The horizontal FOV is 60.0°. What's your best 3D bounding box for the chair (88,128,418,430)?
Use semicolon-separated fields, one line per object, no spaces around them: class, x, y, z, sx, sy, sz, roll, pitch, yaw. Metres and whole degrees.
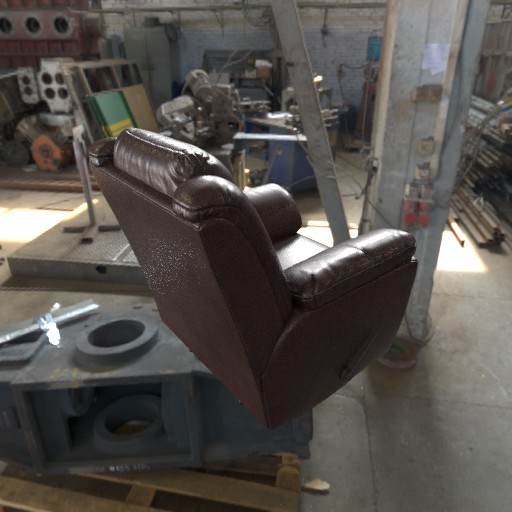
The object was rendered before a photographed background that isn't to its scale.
chair;0.000;0.000;1.911;1.041;1.093;0.990;-18;31;-32
